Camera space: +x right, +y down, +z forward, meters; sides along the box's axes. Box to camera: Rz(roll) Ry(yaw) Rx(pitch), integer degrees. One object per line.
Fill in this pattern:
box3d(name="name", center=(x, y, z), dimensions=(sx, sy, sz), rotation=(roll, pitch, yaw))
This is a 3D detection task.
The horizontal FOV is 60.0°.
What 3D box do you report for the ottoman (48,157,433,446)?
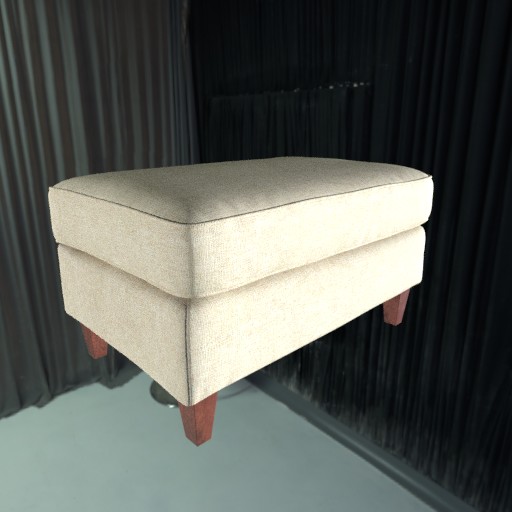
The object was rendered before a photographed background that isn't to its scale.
box3d(name="ottoman", center=(0.000, 0.000, 1.193), dimensions=(0.862, 0.484, 0.583), rotation=(-16, 23, -42))
